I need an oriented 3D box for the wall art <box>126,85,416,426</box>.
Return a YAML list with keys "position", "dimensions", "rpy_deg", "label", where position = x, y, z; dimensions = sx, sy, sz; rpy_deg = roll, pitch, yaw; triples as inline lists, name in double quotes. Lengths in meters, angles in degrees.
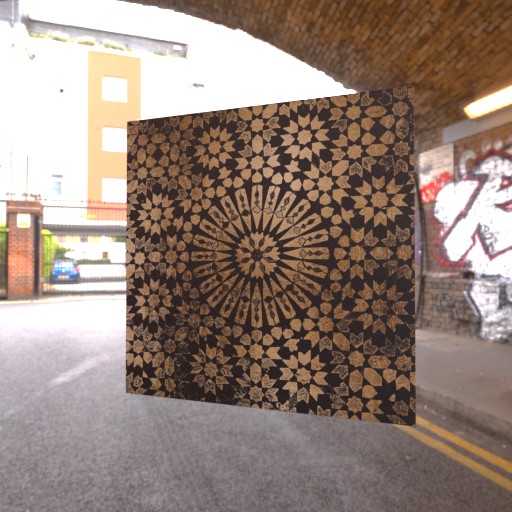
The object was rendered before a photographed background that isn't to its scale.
- position: [0.000, 0.000, 1.353]
  dimensions: [0.914, 0.914, 0.038]
  rpy_deg: [0, -1, 20]
  label: "wall art"
